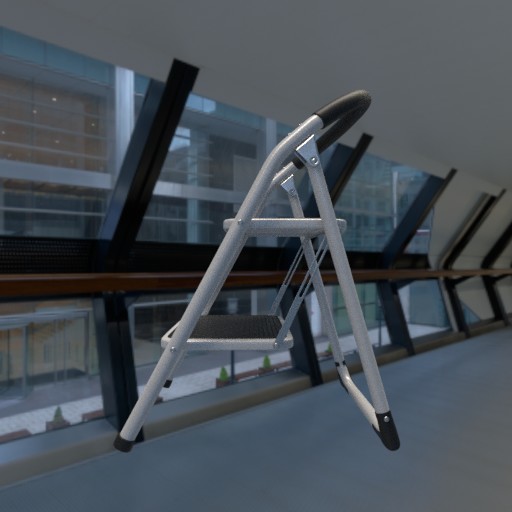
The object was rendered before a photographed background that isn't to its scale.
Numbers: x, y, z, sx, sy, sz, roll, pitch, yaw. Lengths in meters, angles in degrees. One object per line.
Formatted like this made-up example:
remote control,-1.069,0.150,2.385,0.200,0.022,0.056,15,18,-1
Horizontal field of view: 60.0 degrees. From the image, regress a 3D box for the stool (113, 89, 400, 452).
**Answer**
stool,0.000,0.000,1.074,0.559,0.760,0.453,0,0,-1
